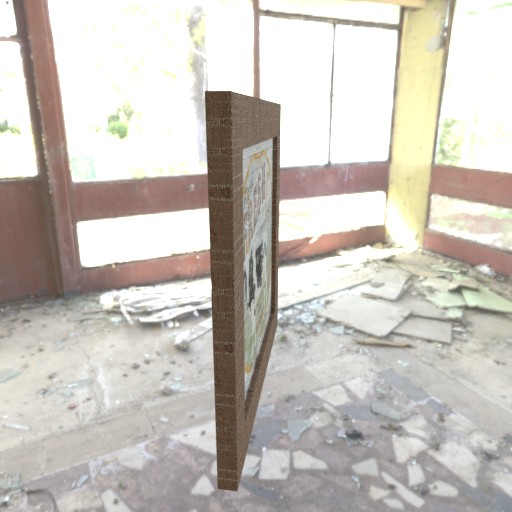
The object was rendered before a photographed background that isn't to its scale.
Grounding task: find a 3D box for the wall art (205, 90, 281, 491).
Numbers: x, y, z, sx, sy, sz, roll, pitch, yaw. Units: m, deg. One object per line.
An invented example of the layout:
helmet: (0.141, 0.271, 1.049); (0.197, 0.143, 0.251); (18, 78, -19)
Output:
wall art: (0.000, 0.000, 0.798); (0.029, 0.531, 0.531); (3, 18, 8)
